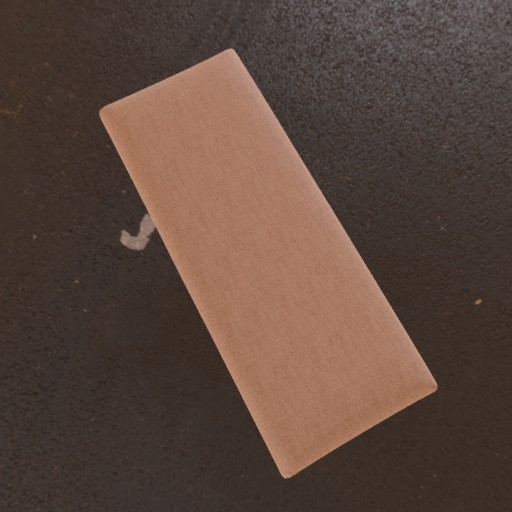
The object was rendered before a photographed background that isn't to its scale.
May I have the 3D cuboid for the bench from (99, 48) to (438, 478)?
[{"bbox_3d":[0.000,0.000,1.250,0.407,0.456,1.013,-28,78,-6],"label":"bench"}]
